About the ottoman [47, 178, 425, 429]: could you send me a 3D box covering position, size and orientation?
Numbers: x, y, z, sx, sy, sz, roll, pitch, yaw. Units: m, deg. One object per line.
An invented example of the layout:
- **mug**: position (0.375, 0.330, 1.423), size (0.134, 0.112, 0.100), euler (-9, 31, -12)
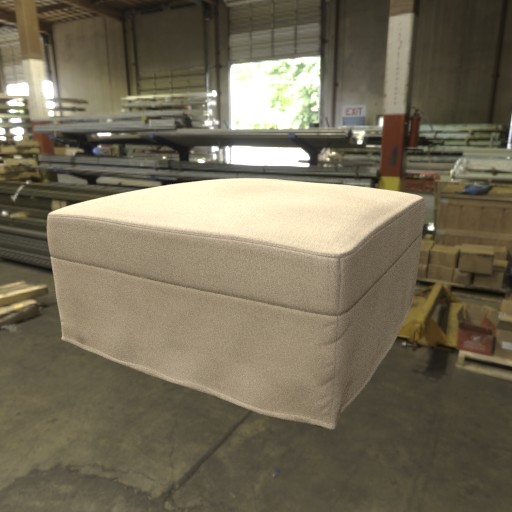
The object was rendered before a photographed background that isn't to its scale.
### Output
- **ottoman**: position (0.000, 0.000, 1.348), size (0.842, 0.441, 0.843), euler (9, 18, 28)
